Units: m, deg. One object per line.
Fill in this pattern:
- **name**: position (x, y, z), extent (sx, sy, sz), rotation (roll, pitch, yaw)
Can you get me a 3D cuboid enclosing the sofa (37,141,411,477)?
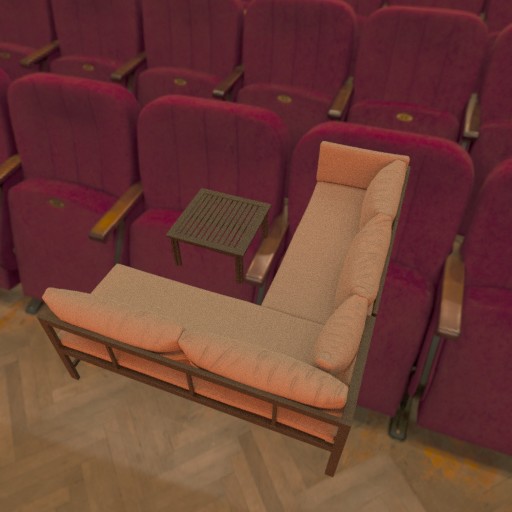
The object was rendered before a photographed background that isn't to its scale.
- **sofa**: position (0.000, 0.000, 2.966), extent (1.658, 0.758, 2.096), rotation (15, 47, 14)
